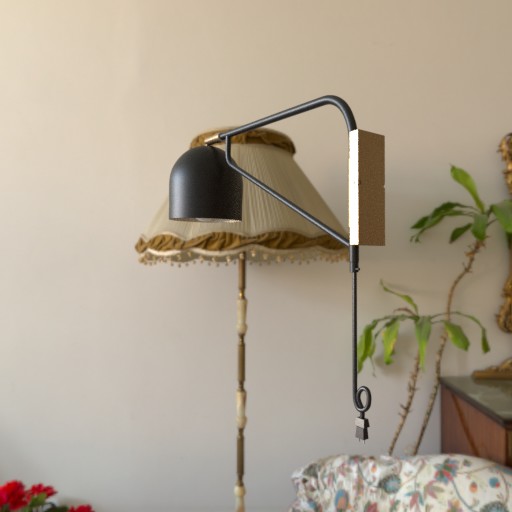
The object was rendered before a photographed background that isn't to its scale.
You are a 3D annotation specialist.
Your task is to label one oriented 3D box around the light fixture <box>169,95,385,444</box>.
[{"bbox_3d":[0.000,0.000,1.091,0.215,0.696,0.720,1,-1,-35],"label":"light fixture"}]
